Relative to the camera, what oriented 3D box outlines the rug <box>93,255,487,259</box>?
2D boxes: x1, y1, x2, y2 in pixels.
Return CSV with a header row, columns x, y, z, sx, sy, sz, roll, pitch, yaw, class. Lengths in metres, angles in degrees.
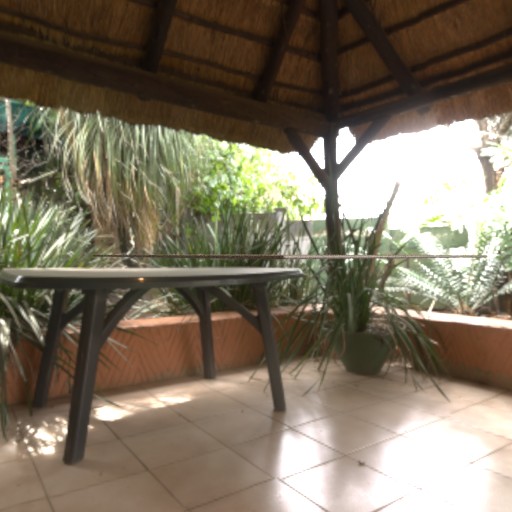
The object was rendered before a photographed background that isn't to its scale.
x,y,z,sx,sy,sz,roll,pitch,yaw,class
0.000,0.000,3.084,1.524,0.015,2.438,0,0,-36,rug
